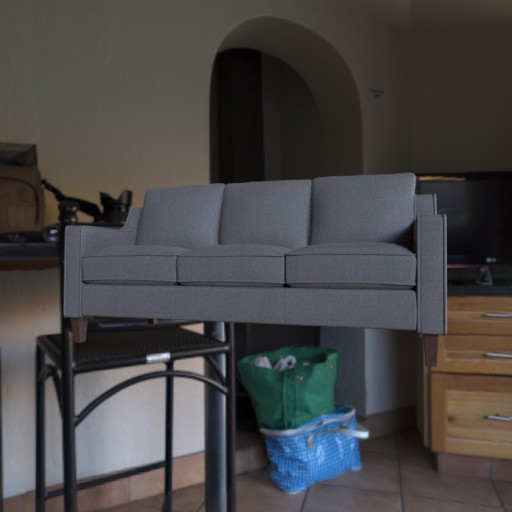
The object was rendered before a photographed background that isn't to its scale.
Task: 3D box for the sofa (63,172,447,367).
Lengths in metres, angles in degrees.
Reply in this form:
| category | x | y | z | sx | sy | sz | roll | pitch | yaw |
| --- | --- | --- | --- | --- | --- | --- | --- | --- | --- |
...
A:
| category | x | y | z | sx | sy | sz | roll | pitch | yaw |
| --- | --- | --- | --- | --- | --- | --- | --- | --- | --- |
| sofa | 0.000 | 0.000 | 2.592 | 1.986 | 0.974 | 0.911 | 0 | -1 | 18 |
